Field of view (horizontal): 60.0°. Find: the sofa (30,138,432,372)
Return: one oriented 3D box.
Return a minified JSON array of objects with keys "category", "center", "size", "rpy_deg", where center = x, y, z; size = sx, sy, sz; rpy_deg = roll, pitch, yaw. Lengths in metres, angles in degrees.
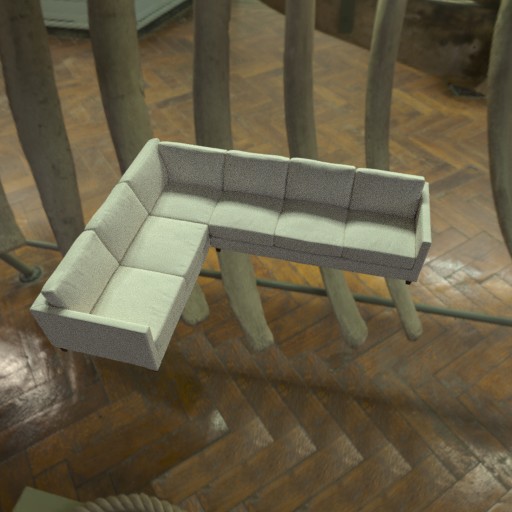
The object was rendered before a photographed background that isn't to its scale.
[{"category":"sofa","center":[0.000,0.000,4.272],"size":[3.182,0.863,2.432],"rpy_deg":[10,48,9]}]
